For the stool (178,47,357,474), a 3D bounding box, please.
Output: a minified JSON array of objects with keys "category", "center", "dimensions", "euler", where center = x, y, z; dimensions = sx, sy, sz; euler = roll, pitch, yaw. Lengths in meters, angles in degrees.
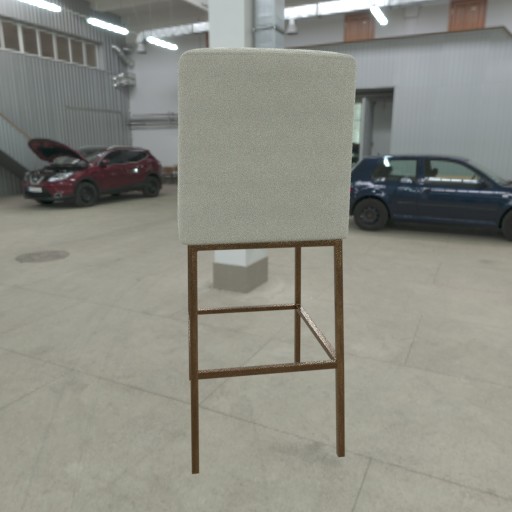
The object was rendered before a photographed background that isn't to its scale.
[{"category":"stool","center":[0.000,0.000,1.366],"dimensions":[0.462,1.084,0.546],"euler":[-2,14,-9]}]
